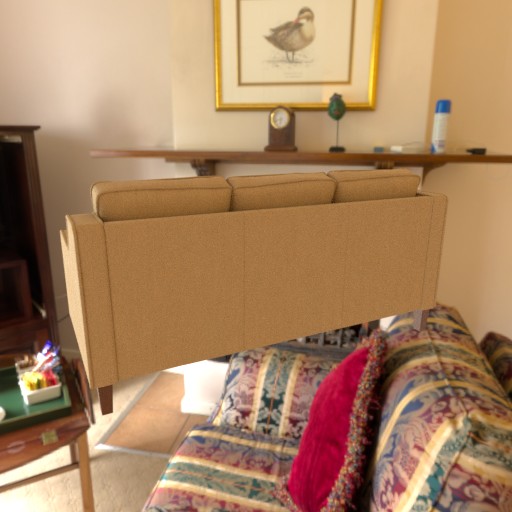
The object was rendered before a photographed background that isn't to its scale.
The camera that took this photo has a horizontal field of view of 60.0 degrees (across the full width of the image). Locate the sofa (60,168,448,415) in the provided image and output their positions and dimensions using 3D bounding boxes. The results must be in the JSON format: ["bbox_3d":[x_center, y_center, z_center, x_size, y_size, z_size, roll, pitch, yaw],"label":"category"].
[{"bbox_3d":[0.000,0.000,2.540,1.986,0.974,0.911,-8,17,-26],"label":"sofa"}]
